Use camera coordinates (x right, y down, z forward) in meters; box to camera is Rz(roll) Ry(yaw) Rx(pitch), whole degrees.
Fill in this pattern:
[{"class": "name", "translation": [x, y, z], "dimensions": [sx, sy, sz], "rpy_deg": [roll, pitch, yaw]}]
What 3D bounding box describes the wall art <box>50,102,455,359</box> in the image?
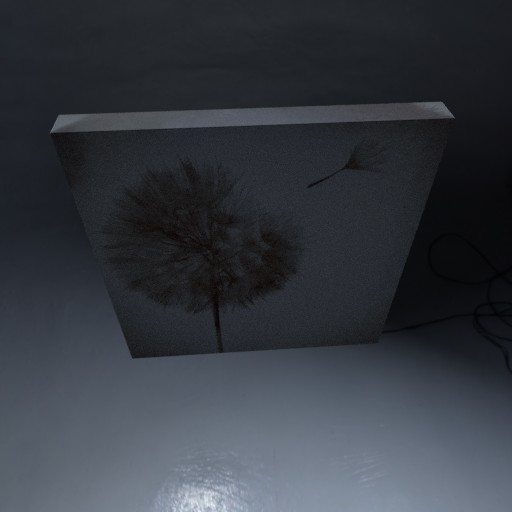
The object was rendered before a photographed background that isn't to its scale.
[{"class": "wall art", "translation": [0.000, 0.000, 0.448], "dimensions": [0.303, 0.303, 0.028], "rpy_deg": [-3, 45, -3]}]
